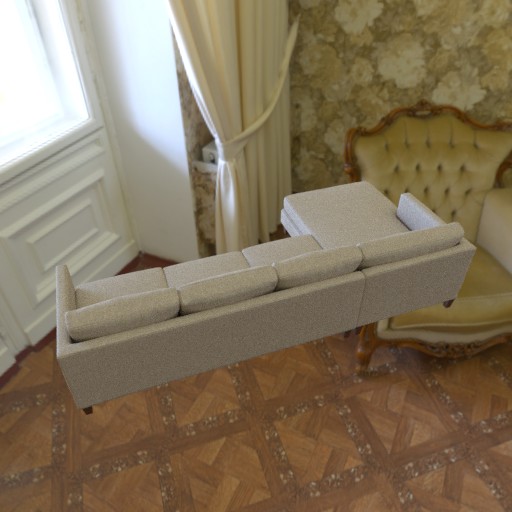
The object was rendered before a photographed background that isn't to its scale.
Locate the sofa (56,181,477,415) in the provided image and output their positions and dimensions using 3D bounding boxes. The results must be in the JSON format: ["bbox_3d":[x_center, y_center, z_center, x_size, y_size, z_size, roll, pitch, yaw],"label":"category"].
[{"bbox_3d":[0.000,0.000,3.853,3.186,0.846,1.625,-13,41,-15],"label":"sofa"}]
